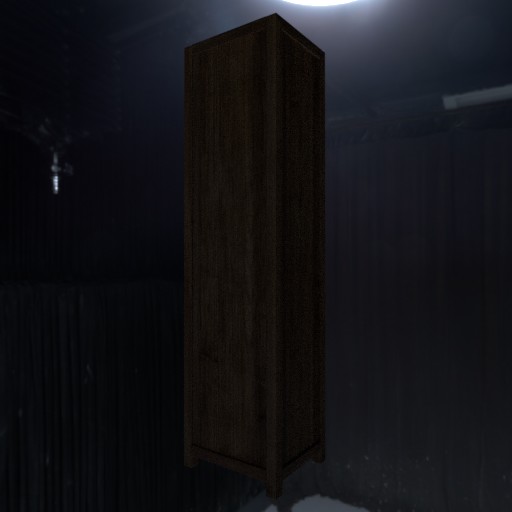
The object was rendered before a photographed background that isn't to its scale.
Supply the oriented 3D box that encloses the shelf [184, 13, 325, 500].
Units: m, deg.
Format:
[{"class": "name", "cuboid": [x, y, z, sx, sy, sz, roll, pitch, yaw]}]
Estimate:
[{"class": "shelf", "cuboid": [0.000, 0.000, 2.044, 0.500, 1.900, 0.428, 0, 0, 36]}]
